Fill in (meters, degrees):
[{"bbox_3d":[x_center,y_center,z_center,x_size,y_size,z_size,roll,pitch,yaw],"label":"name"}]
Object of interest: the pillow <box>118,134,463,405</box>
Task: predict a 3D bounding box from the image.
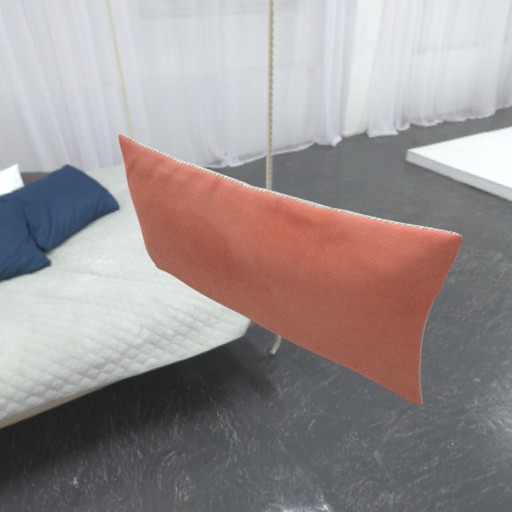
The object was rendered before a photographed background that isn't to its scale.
[{"bbox_3d":[0.000,0.000,0.730,0.608,0.307,0.155,23,38,33],"label":"pillow"}]
